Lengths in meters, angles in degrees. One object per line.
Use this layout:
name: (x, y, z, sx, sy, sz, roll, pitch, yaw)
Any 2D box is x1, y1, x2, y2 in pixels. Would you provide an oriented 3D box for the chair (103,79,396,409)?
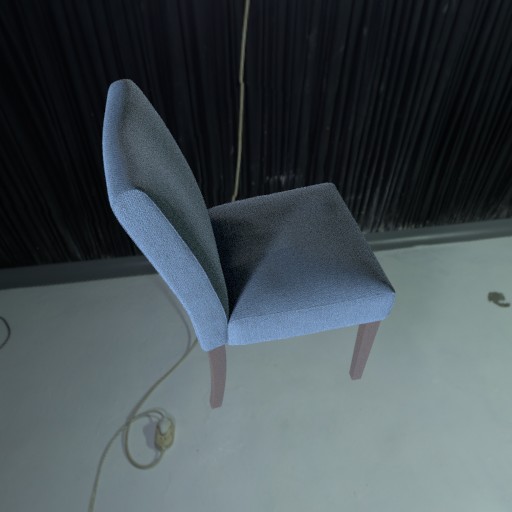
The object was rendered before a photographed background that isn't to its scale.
chair: (0.000, 0.000, 1.232, 0.629, 0.882, 0.487, -10, 48, -9)
